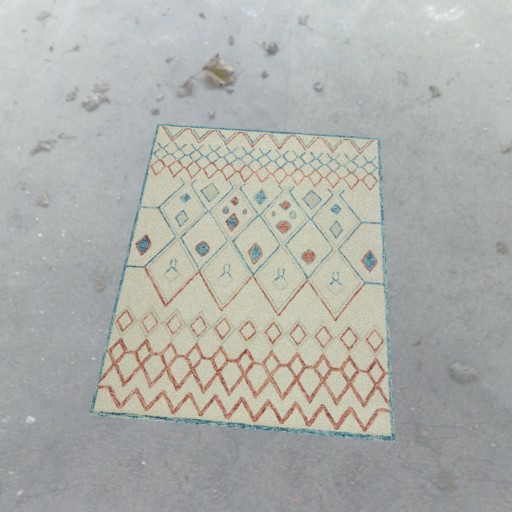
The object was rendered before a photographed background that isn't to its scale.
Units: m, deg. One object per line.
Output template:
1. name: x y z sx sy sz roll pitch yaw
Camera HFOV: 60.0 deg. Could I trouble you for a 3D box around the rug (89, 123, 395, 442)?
1. rug: 0.000 0.000 4.178 2.441 0.016 3.050 4 64 2
